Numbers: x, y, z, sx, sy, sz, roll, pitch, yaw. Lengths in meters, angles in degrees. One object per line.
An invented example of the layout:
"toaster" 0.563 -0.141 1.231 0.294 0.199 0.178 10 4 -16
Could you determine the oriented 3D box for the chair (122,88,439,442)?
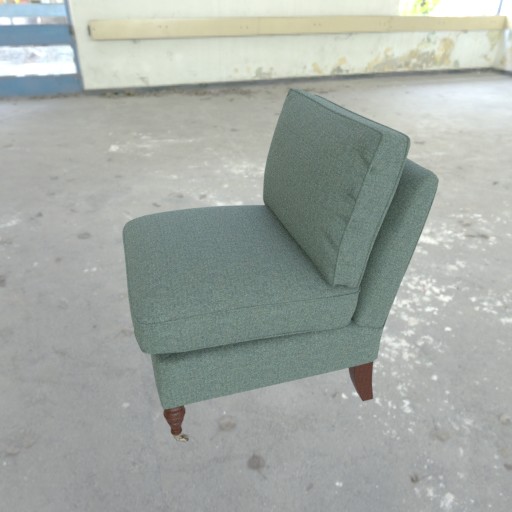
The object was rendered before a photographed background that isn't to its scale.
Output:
"chair" 0.000 0.000 1.409 0.796 0.901 0.624 -9 32 -14
